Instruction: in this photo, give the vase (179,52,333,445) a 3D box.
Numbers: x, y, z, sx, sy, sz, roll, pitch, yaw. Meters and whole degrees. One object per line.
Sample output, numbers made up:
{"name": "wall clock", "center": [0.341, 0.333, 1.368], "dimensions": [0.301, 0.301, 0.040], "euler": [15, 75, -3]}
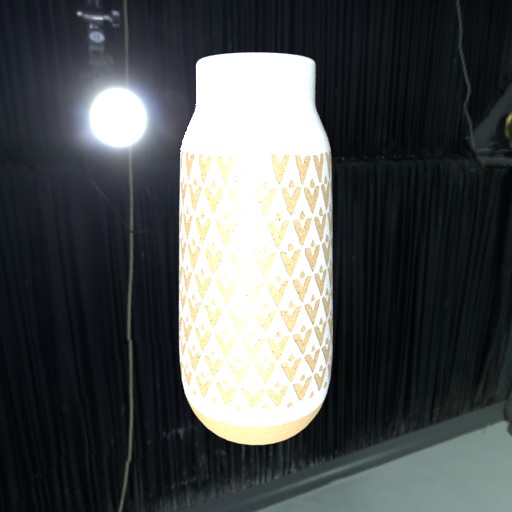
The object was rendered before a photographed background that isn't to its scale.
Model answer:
{"name": "vase", "center": [0.000, 0.000, 0.379], "dimensions": [0.137, 0.307, 0.137], "euler": [0, 16, 0]}
